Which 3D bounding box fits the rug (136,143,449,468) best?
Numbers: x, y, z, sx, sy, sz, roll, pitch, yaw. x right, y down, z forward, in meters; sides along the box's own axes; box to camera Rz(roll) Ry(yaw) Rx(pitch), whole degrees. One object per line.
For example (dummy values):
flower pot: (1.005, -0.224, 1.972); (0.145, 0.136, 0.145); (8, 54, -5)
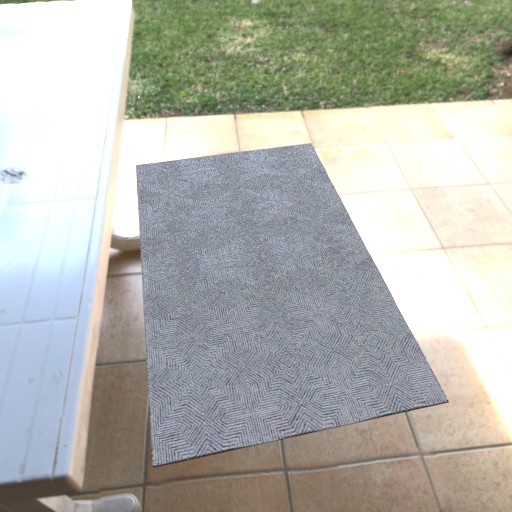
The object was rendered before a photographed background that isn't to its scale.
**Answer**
rug: (0.000, 0.000, 2.983); (1.519, 0.007, 2.428); (-9, 48, -8)
